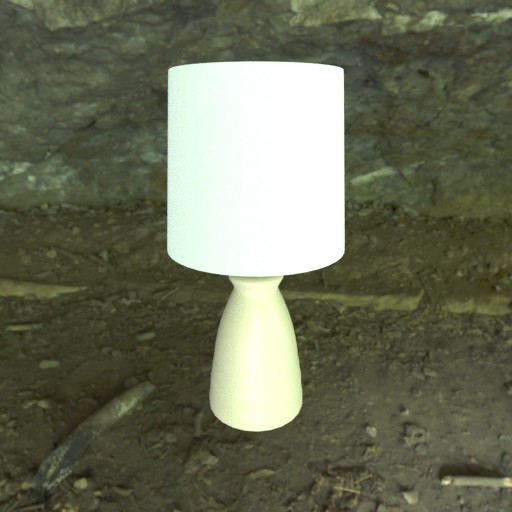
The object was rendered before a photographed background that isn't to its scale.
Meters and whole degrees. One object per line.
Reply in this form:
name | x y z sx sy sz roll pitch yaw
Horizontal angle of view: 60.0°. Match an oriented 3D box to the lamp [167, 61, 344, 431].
lamp | 0.000 0.000 0.478 0.186 0.369 0.186 0 18 0
